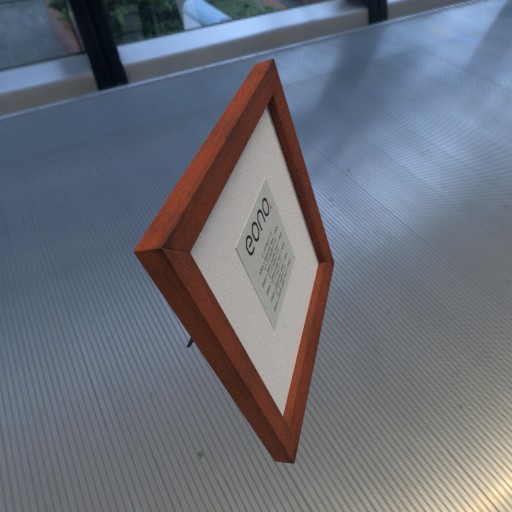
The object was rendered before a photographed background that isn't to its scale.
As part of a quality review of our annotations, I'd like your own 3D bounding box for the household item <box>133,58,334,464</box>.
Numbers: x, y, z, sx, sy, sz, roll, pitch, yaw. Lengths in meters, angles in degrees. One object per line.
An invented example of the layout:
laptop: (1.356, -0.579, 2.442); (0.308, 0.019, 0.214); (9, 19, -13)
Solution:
household item: (0.000, 0.000, 0.383); (0.131, 0.240, 0.240); (11, 47, 10)
